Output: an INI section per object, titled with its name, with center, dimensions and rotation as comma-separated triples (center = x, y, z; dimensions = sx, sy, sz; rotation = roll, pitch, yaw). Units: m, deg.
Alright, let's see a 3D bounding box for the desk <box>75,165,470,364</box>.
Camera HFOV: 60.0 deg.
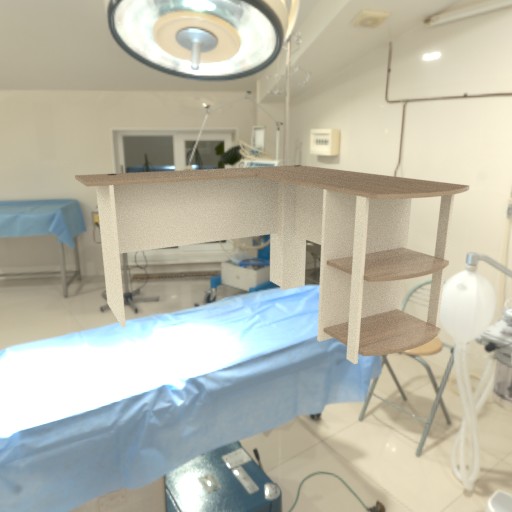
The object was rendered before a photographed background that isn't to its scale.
[desk]
center = 0.000, 0.000, 2.097
dimensions = 1.361, 0.716, 1.303
rotation = -9, 18, -28
